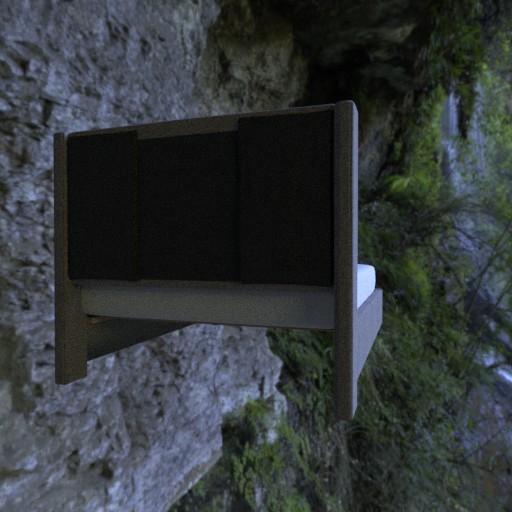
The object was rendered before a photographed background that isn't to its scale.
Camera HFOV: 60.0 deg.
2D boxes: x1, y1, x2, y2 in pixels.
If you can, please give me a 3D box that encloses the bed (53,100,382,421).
[{"bbox_3d":[0.000,0.000,3.343,1.714,1.476,2.245,0,1,19],"label":"bed"}]
